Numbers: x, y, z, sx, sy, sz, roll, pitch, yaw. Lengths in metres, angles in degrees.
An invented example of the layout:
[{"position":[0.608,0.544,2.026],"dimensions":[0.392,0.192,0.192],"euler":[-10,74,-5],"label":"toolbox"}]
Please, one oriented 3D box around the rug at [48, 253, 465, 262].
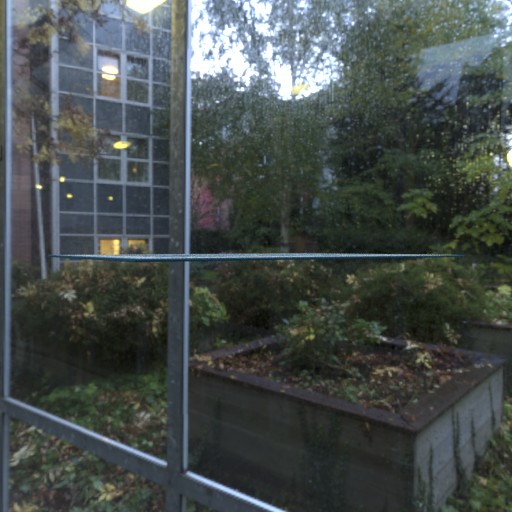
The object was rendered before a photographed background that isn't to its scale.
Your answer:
[{"position":[0.000,0.000,2.897],"dimensions":[2.213,0.013,1.594],"euler":[-1,1,-35],"label":"rug"}]
